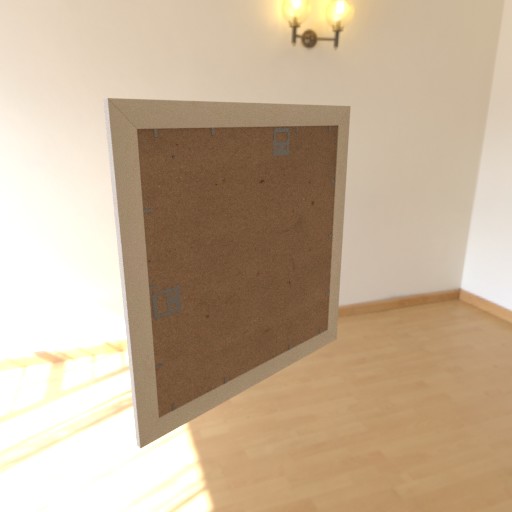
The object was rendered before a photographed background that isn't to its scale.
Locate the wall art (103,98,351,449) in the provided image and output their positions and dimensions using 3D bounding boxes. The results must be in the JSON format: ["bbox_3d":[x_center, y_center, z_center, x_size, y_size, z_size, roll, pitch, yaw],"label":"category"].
[{"bbox_3d":[0.000,0.000,0.899,0.584,0.584,0.013,-16,23,-42],"label":"wall art"}]
